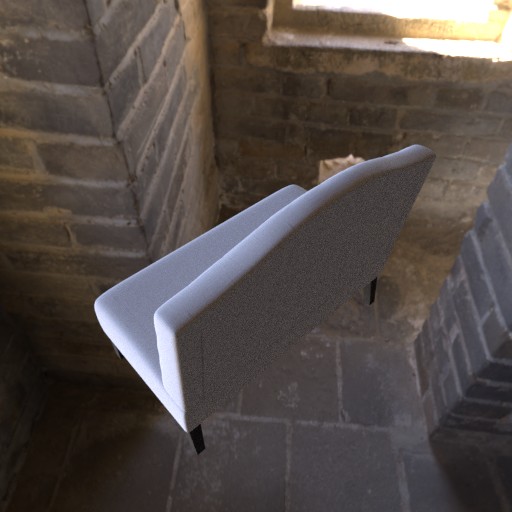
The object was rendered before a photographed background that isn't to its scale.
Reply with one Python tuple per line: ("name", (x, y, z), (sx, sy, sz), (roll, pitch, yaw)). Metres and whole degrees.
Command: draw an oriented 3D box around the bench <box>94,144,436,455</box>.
("bench", (0.000, 0.000, 2.032), (1.335, 1.180, 0.815), (-33, 54, -28))
